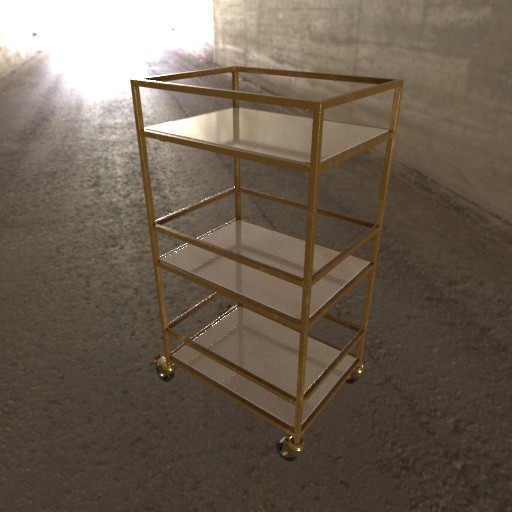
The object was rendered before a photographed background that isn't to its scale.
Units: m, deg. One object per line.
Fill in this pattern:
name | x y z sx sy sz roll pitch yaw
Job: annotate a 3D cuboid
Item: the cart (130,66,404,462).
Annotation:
cart | 0.000 0.000 1.015 0.483 0.761 0.332 20 35 32
